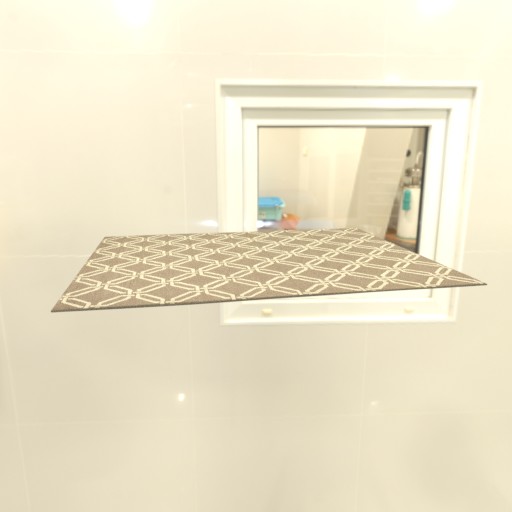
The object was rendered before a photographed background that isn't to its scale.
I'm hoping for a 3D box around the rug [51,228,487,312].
[{"bbox_3d":[0.000,0.000,3.959,2.895,0.018,2.288,-3,14,-10],"label":"rug"}]
